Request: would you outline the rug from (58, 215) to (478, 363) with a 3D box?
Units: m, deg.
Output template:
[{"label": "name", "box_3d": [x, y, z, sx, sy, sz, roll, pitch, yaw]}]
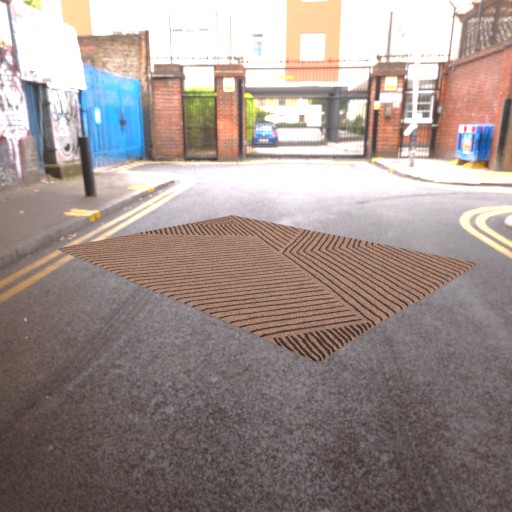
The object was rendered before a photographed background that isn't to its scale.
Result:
[{"label": "rug", "box_3d": [0.000, 0.000, 3.194, 2.449, 0.028, 1.829, 15, 22, 42]}]
